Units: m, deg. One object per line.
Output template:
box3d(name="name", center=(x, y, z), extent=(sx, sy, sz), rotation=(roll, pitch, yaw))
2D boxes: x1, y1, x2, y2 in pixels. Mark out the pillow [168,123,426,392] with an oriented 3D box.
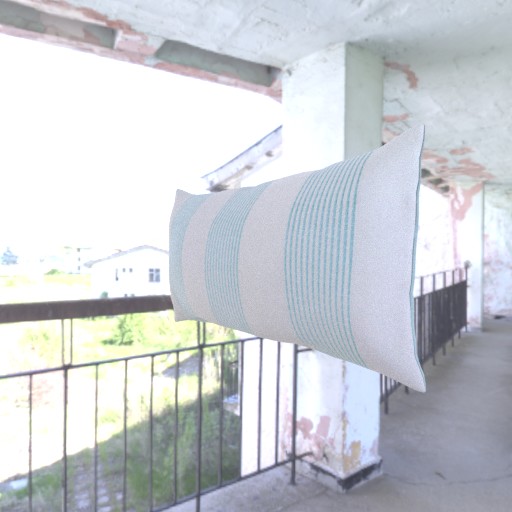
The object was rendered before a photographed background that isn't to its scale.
box3d(name="pillow", center=(0.000, 0.000, 0.704), extent=(0.151, 0.287, 0.610), rotation=(0, 1, -35))
